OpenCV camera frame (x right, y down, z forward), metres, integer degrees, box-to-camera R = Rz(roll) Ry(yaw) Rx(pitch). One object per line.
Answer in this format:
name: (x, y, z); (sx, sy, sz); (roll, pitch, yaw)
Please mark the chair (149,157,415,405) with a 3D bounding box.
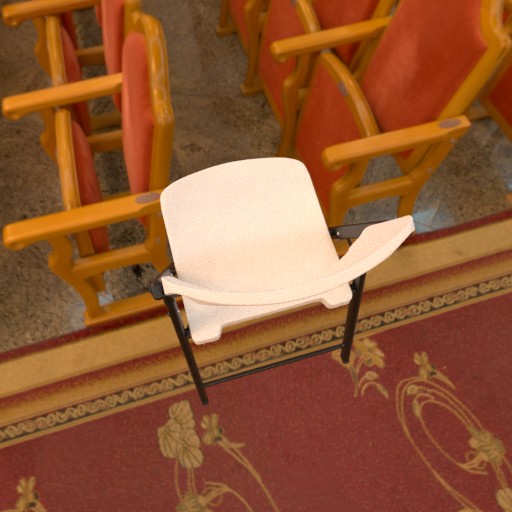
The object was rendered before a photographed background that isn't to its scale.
chair: (0.000, 0.000, 1.134); (0.482, 0.765, 0.577); (-14, 61, -8)
